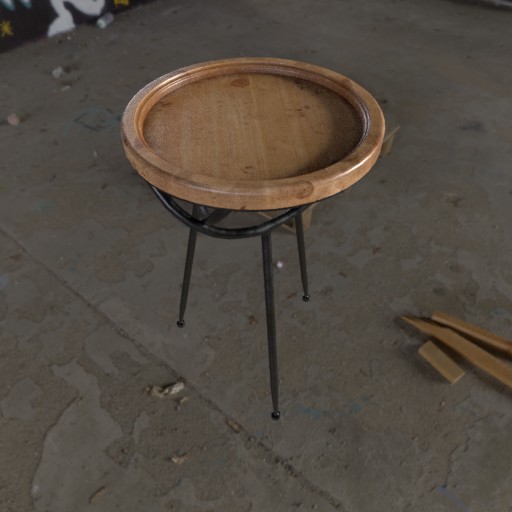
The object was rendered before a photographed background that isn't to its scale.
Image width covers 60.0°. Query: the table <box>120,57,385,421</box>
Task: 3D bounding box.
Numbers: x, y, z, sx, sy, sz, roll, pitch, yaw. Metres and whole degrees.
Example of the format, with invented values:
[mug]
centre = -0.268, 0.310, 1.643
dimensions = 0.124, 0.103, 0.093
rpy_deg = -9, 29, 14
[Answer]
[table]
centre = 0.000, 0.000, 0.936
dimensions = 0.418, 0.664, 0.414
rpy_deg = -24, 51, -21
